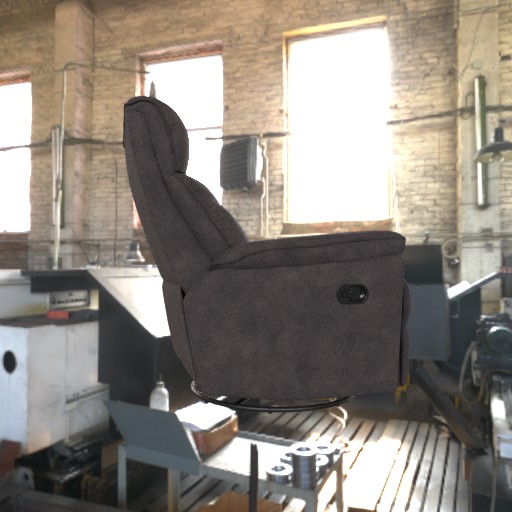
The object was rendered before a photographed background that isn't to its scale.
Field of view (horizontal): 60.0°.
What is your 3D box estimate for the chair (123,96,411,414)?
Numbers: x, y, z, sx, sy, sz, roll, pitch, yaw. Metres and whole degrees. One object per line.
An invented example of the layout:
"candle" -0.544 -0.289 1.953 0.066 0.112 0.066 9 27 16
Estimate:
"chair" 0.000 0.000 1.745 1.009 1.035 0.830 0 -1 -17
